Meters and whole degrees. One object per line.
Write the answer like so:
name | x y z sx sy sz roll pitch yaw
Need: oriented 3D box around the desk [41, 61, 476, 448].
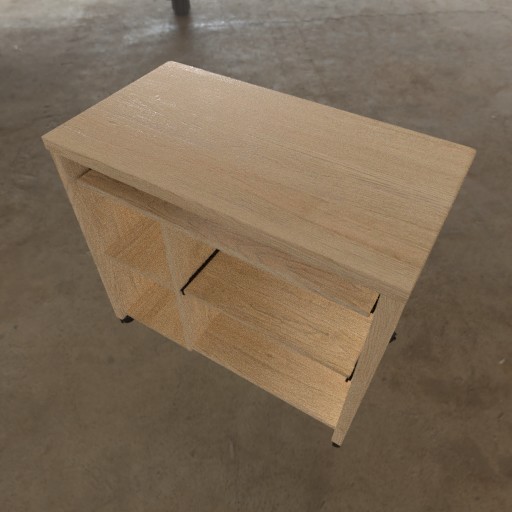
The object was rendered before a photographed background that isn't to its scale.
desk | 0.000 0.000 1.303 0.885 0.770 0.480 24 52 21
